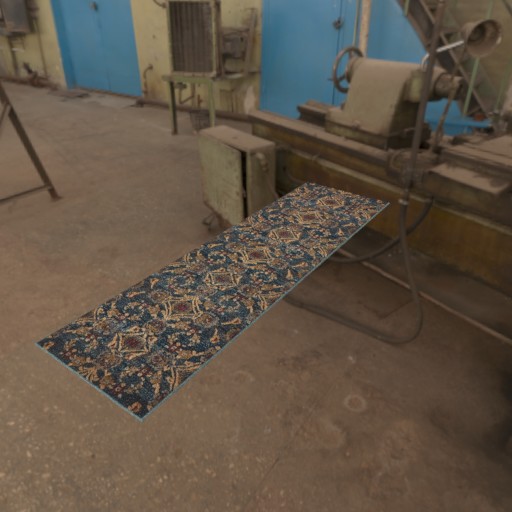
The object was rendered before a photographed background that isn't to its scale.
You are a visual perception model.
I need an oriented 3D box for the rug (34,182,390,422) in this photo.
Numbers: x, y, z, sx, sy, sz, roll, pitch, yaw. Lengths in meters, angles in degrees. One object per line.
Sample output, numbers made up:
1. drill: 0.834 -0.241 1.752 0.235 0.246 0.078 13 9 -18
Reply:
1. rug: 0.000 0.000 2.520 0.685 0.014 2.292 21 37 30
